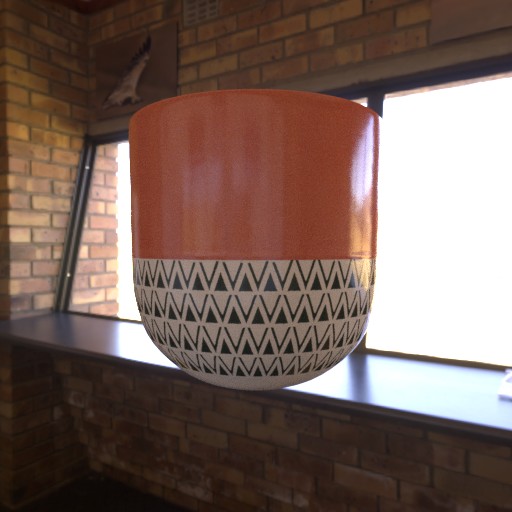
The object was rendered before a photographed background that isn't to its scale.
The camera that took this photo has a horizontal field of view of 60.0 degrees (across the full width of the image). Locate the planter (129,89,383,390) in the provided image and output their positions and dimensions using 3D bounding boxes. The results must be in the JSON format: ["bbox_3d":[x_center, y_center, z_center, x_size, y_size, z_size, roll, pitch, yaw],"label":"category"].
[{"bbox_3d":[0.000,0.000,0.484,0.266,0.270,0.266,0,1,0],"label":"planter"}]
